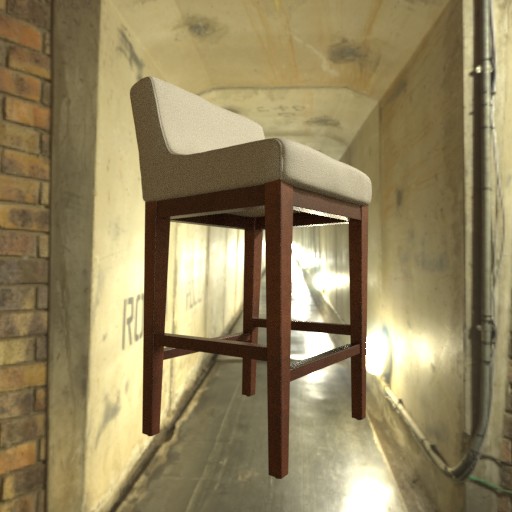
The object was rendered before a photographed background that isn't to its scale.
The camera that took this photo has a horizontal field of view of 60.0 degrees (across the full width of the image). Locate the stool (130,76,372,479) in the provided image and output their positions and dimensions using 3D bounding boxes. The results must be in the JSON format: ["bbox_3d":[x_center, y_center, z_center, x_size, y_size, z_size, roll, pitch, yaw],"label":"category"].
[{"bbox_3d":[0.000,0.000,1.231,0.500,0.937,0.511,-1,-2,35],"label":"stool"}]
